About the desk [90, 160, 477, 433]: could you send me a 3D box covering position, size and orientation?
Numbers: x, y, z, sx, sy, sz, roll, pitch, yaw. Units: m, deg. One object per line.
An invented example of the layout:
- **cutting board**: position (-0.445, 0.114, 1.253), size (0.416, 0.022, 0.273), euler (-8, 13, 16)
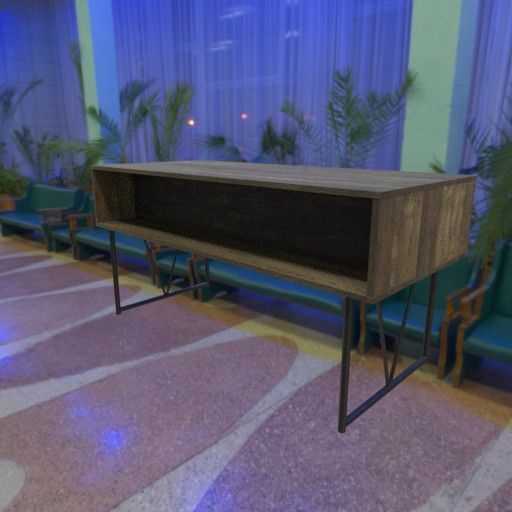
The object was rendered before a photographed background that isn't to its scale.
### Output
- **desk**: position (0.000, 0.000, 2.031), size (1.600, 0.780, 0.730), euler (14, 20, 42)
